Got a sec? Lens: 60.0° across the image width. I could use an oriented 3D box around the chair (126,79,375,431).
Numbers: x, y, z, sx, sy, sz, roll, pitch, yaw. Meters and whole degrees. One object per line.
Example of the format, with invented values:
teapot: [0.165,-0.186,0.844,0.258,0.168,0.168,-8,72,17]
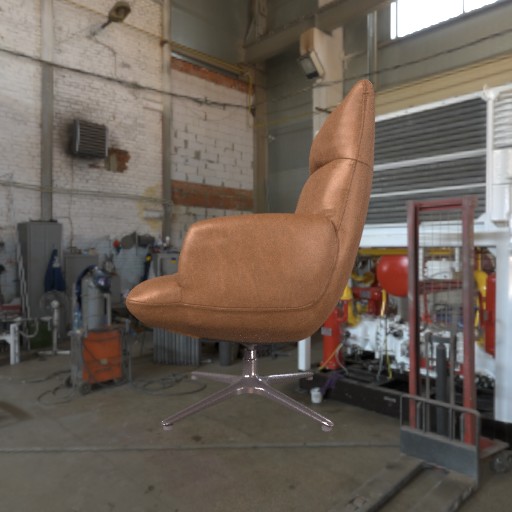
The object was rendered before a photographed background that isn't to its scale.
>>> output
chair: [0.000,0.000,1.576,0.794,1.027,0.711,0,1,1]
